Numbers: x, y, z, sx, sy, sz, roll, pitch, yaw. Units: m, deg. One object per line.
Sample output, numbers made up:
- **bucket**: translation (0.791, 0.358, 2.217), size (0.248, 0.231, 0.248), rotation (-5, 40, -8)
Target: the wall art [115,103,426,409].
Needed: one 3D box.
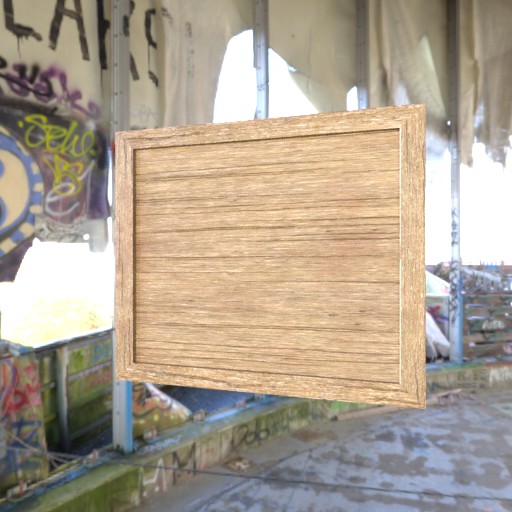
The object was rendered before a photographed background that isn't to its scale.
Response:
- **wall art**: translation (0.000, 0.000, 0.964), size (0.690, 0.588, 0.026), rotation (0, 0, 17)
